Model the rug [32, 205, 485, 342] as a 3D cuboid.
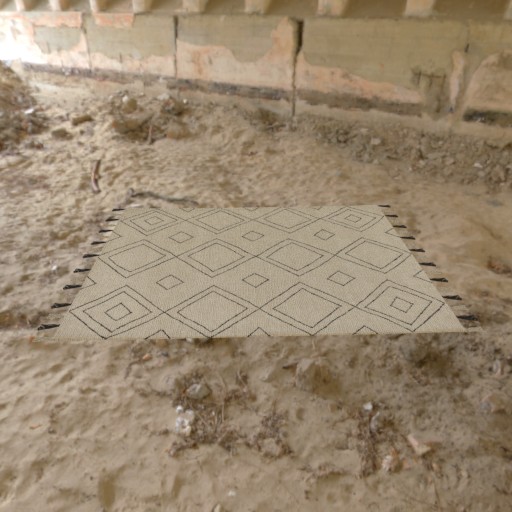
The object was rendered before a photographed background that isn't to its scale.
[{"bbox_3d":[0.000,0.000,4.137,3.221,0.026,2.342,-1,29,-2],"label":"rug"}]
